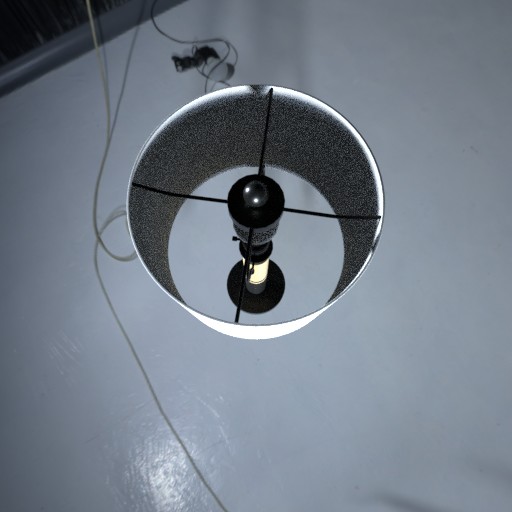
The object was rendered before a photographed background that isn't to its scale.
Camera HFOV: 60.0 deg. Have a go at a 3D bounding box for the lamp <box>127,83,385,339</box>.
[{"bbox_3d":[0.000,0.000,0.810,0.305,0.640,0.305,-33,79,-8],"label":"lamp"}]
